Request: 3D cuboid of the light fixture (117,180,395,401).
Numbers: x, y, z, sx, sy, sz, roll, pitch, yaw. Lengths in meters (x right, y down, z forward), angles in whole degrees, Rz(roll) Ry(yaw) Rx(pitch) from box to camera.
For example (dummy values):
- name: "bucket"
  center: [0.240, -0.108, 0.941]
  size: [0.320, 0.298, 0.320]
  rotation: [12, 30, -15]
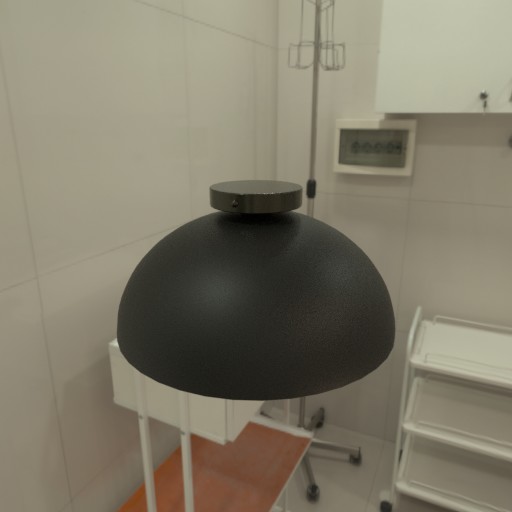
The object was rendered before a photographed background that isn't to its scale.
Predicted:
- name: "light fixture"
  center: [0.000, 0.000, 0.564]
  size: [0.355, 0.177, 0.355]
  rotation: [0, 18, 0]
